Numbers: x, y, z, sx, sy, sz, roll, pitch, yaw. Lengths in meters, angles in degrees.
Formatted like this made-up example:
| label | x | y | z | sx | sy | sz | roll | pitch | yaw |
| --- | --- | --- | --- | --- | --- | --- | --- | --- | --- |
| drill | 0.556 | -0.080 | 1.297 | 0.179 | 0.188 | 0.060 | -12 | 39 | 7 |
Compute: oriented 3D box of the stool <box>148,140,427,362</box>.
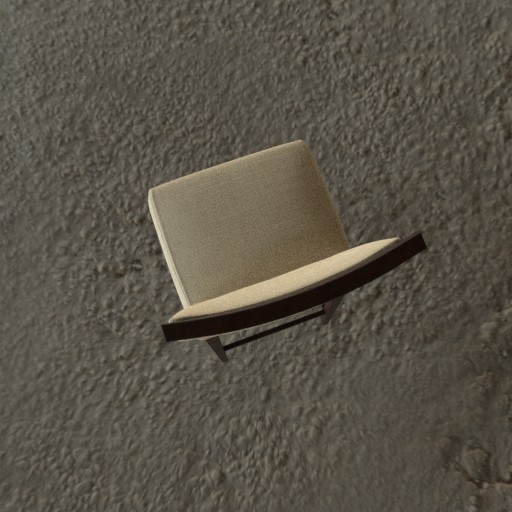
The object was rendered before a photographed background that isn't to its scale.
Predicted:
| label | x | y | z | sx | sy | sz | roll | pitch | yaw |
| --- | --- | --- | --- | --- | --- | --- | --- | --- | --- |
| stool | 0.000 | 0.000 | 1.391 | 0.511 | 1.117 | 0.531 | -19 | 76 | -5 |
